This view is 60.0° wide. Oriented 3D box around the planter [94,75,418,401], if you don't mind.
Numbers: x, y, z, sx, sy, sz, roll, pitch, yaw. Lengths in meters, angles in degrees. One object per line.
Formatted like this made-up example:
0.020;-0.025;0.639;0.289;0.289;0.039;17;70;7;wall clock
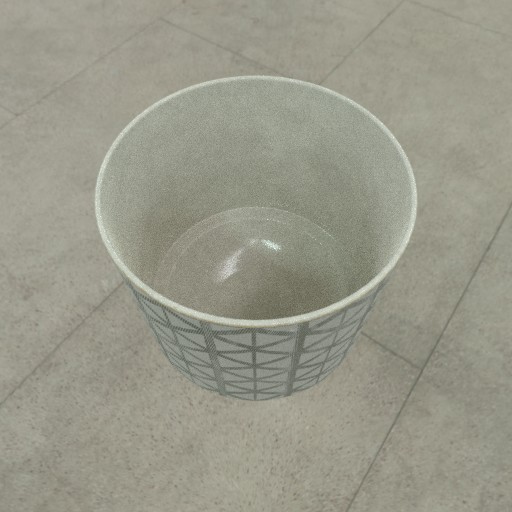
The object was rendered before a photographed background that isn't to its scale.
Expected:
0.000;0.000;0.450;0.250;0.239;0.250;0;59;0;planter
